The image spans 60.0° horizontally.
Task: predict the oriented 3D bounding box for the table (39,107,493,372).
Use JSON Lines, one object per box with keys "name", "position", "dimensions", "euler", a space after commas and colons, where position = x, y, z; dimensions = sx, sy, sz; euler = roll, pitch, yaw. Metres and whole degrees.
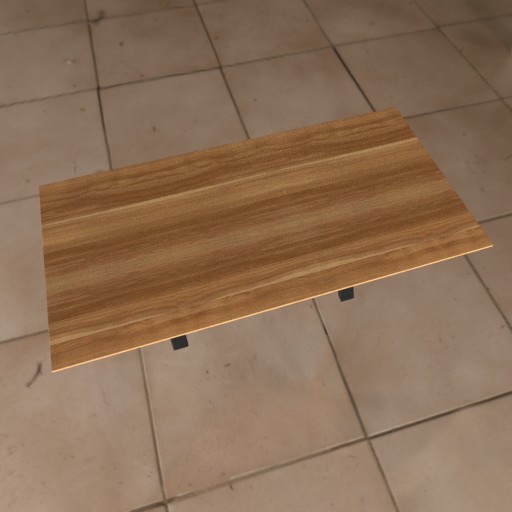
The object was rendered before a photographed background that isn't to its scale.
{"name": "table", "position": [0.000, 0.000, 2.481], "dimensions": [2.000, 0.770, 1.000], "euler": [-15, 59, -9]}
